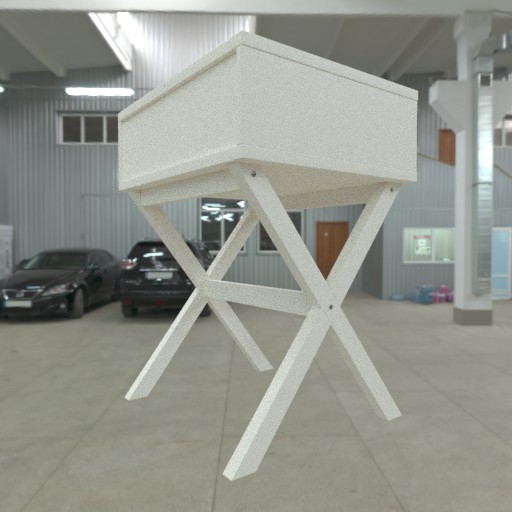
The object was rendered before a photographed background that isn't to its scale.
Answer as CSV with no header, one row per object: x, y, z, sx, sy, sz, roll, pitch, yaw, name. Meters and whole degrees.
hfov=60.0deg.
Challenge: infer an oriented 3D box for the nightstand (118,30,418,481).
0.000,0.000,0.911,0.402,0.623,0.479,-1,2,-37,nightstand
